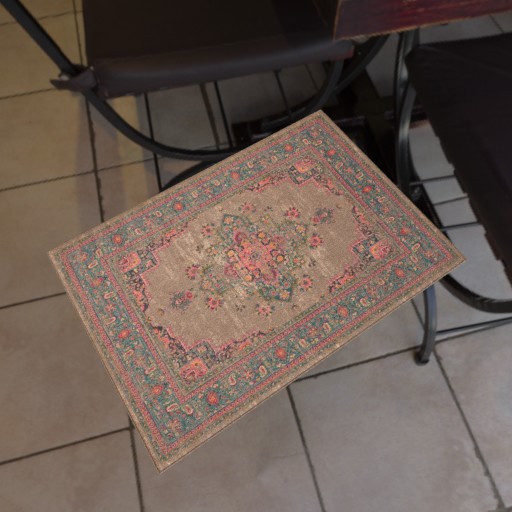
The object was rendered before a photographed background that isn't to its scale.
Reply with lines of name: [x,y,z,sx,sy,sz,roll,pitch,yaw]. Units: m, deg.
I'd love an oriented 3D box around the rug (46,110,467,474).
rug: [0.000,0.000,3.695,2.890,0.013,2.005,-31,67,-14]
